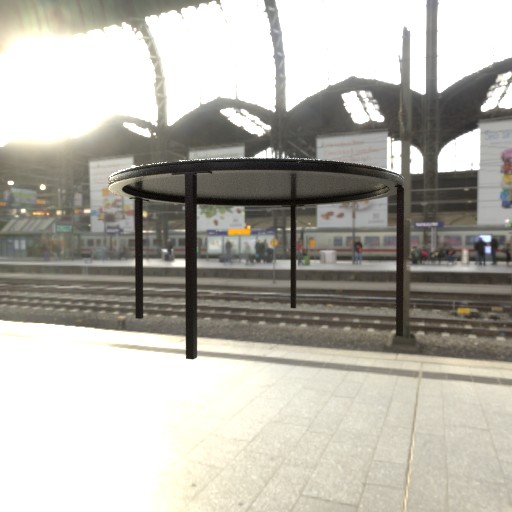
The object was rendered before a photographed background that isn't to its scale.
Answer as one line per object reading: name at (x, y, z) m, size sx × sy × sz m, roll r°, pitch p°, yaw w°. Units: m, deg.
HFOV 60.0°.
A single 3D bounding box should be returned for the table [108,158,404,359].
table at (0.000, 0.000, 1.264) m, size 0.800 × 0.400 × 0.800 m, roll 0°, pitch 1°, yaw 0°
